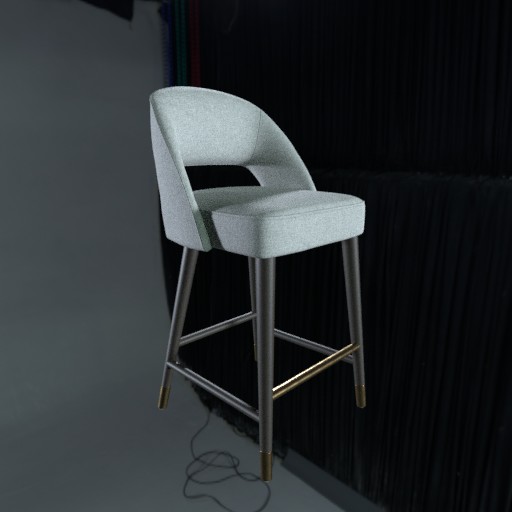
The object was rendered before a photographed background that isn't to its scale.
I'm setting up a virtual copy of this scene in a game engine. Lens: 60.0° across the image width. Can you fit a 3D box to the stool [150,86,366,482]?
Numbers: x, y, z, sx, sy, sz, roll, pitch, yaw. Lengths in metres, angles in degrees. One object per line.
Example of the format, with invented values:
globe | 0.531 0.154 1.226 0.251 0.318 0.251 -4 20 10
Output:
stool | 0.000 0.000 1.257 0.509 0.940 0.494 13 19 42
